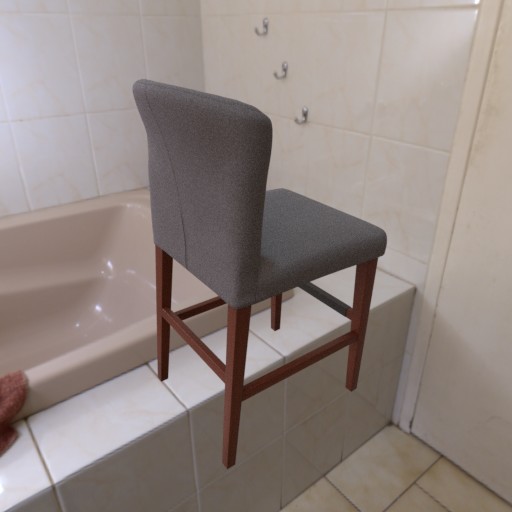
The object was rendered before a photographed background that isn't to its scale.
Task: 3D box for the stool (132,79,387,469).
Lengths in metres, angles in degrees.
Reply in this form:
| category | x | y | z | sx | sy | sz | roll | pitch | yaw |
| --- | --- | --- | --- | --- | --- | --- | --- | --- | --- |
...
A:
| category | x | y | z | sx | sy | sz | roll | pitch | yaw |
| --- | --- | --- | --- | --- | --- | --- | --- | --- | --- |
| stool | 0.000 | 0.000 | 1.274 | 0.568 | 0.968 | 0.481 | -18 | 32 | -31 |
